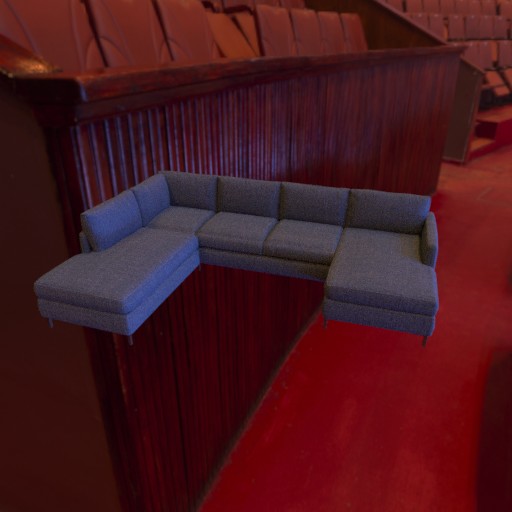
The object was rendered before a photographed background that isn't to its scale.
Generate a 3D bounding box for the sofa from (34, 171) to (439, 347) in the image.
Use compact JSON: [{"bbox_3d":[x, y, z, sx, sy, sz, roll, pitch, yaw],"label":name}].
[{"bbox_3d":[0.000,0.000,3.533,2.737,0.753,1.879,8,28,16],"label":"sofa"}]
